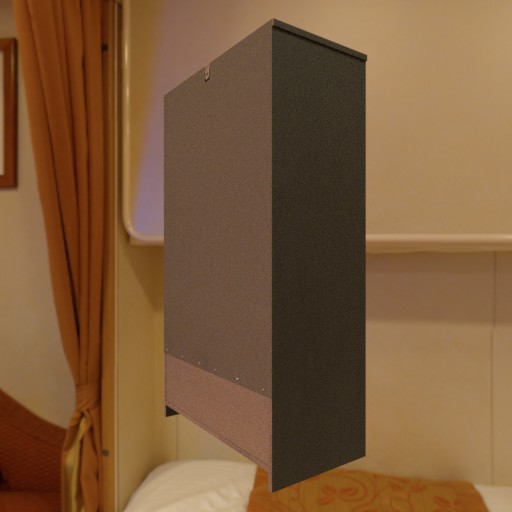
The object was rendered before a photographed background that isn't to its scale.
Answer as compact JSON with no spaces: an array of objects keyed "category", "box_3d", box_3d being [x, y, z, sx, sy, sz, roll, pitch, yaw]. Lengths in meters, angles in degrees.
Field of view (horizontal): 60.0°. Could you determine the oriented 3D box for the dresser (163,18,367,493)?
[{"category":"dresser","box_3d":[0.000,0.000,1.568,0.399,1.255,0.704,0,0,-36]}]
